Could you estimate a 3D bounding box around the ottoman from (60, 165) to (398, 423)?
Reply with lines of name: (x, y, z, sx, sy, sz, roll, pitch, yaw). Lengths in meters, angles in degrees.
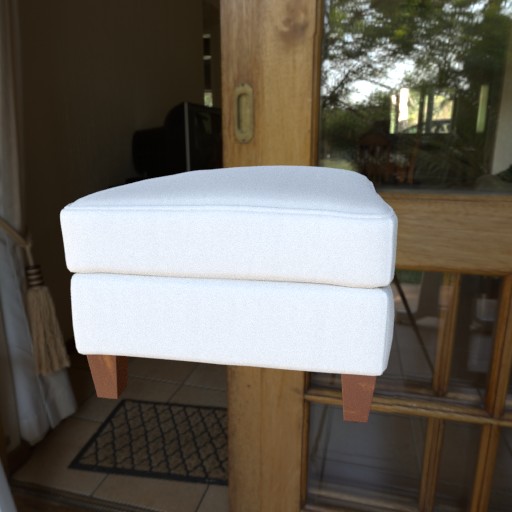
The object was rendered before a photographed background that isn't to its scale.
ottoman: (0.000, 0.000, 1.195, 0.634, 0.479, 0.818, 2, 15, 9)
